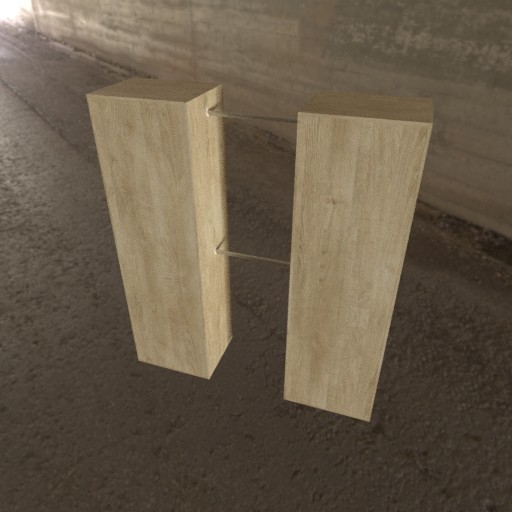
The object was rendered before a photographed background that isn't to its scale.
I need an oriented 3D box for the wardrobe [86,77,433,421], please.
[{"bbox_3d":[0.000,0.000,2.878,1.770,2.000,0.480,10,34,15],"label":"wardrobe"}]
